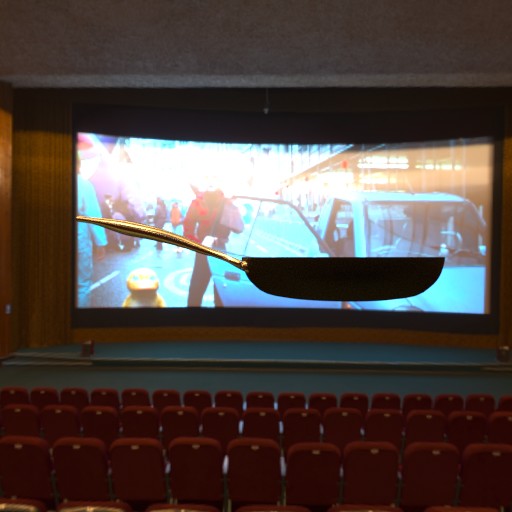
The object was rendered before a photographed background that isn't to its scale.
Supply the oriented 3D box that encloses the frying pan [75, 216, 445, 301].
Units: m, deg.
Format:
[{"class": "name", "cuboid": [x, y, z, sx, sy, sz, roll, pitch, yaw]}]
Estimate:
[{"class": "frying pan", "cuboid": [0.000, 0.000, 0.581, 0.472, 0.105, 0.255, 0, 0, 1]}]
